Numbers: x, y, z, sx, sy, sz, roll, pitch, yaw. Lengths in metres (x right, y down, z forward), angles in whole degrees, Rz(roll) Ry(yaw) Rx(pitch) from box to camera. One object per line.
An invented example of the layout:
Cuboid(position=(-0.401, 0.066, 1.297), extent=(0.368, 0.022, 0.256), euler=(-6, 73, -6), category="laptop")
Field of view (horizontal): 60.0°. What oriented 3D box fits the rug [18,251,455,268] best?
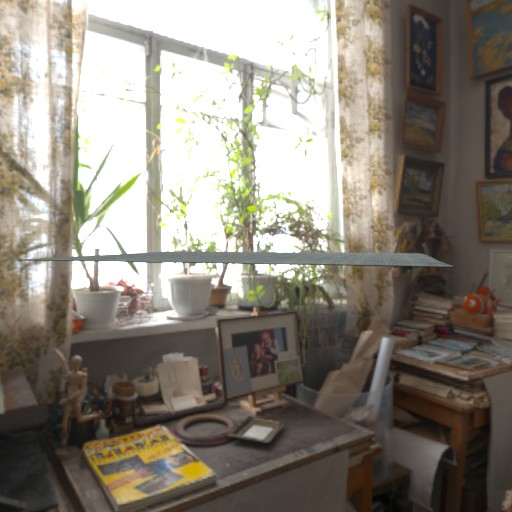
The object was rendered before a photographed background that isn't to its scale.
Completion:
Cuboid(position=(0.000, 0.000, 4.054), extent=(3.048, 0.013, 2.438), euler=(1, 2, 16), category="rug")
